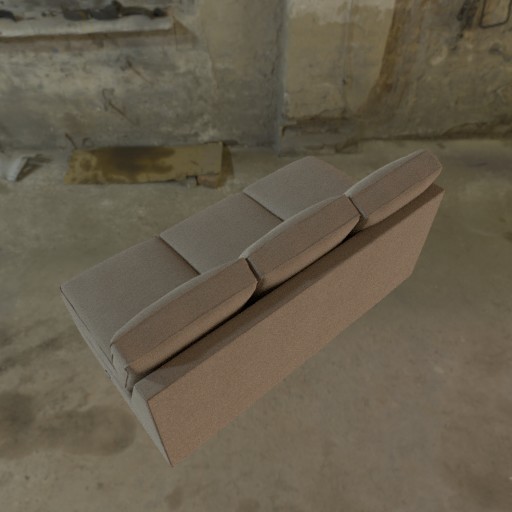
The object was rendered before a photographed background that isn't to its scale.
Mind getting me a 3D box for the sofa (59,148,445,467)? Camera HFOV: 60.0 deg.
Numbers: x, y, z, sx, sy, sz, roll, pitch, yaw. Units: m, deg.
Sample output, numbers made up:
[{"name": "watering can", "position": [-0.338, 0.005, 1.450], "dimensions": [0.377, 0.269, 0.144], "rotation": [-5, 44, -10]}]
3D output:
[{"name": "sofa", "position": [0.000, 0.000, 2.715], "dimensions": [2.092, 1.036, 1.127], "rotation": [-32, 54, -27]}]
